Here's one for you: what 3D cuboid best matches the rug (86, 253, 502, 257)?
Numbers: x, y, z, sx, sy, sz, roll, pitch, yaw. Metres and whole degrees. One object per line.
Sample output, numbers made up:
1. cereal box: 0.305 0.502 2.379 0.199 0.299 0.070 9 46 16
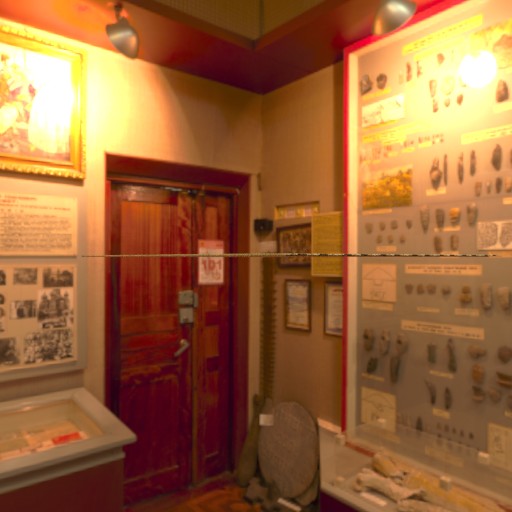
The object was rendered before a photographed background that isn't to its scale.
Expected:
1. rug: 0.000 0.000 2.913 1.544 0.010 2.435 0 0 -37
